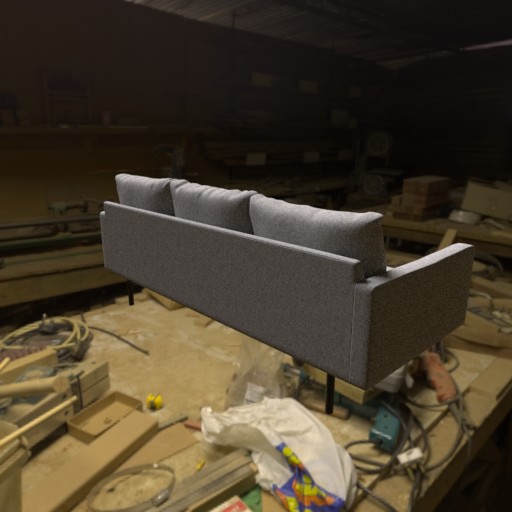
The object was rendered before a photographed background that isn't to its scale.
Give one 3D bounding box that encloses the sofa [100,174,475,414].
[{"bbox_3d":[0.000,0.000,2.432,0.850,0.830,2.000,-14,21,-42],"label":"sofa"}]
